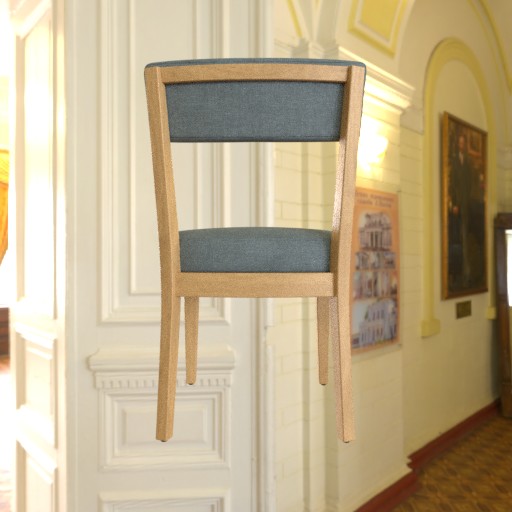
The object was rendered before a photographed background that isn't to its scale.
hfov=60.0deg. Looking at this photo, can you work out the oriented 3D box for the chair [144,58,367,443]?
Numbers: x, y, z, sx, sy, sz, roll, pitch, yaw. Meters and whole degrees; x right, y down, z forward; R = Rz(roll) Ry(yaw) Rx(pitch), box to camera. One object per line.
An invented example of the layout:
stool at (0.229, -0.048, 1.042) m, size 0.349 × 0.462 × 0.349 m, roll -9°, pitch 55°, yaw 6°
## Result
chair at (0.000, 0.000, 1.175) m, size 0.508 × 0.832 × 0.572 m, roll 0°, pitch 0°, yaw 1°
